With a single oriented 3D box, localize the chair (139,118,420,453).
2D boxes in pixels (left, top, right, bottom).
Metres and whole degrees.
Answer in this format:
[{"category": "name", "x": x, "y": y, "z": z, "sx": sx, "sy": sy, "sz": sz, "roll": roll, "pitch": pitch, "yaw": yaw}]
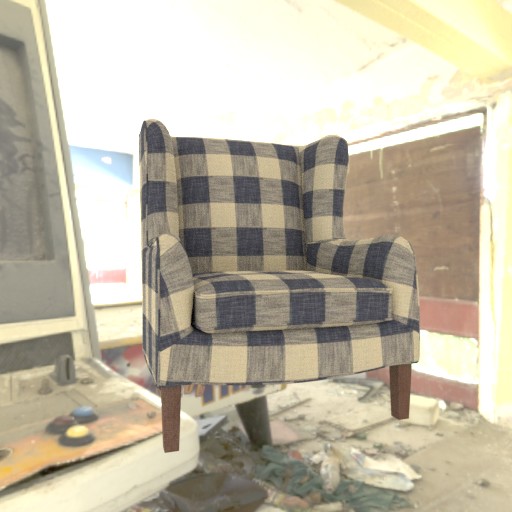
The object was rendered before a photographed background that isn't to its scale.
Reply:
[{"category": "chair", "x": 0.000, "y": 0.000, "z": 1.683, "sx": 0.830, "sy": 1.041, "sz": 0.889, "roll": 0, "pitch": 1, "yaw": -18}]
